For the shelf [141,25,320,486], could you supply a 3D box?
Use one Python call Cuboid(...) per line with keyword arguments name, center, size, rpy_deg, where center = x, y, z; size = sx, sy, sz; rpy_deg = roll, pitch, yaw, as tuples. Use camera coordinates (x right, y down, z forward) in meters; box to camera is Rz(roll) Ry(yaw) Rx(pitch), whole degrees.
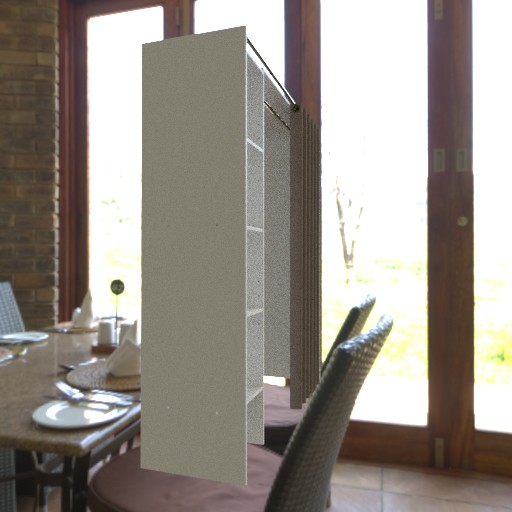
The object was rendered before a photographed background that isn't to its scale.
Cuboid(name="shelf", center=(0.000, 0.000, 2.575), size=(0.500, 1.820, 1.600), rpy_deg=(0, 0, 19))
